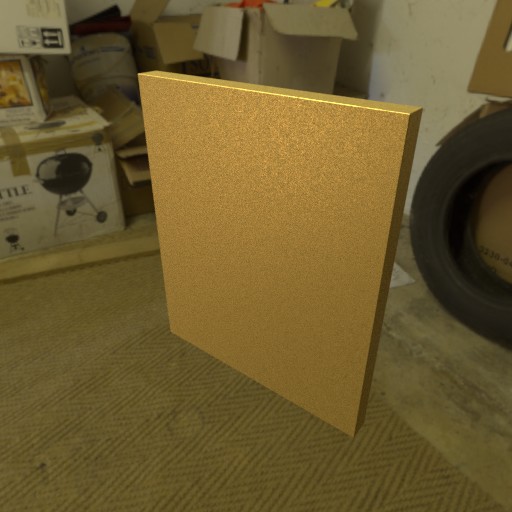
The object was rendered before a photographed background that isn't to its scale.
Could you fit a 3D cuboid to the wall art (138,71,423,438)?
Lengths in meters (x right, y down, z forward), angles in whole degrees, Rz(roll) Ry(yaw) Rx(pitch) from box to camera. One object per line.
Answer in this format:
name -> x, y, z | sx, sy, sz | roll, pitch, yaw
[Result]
wall art -> 0.000, 0.000, 0.890 | 0.537, 0.642, 0.048 | 21, 37, 32
